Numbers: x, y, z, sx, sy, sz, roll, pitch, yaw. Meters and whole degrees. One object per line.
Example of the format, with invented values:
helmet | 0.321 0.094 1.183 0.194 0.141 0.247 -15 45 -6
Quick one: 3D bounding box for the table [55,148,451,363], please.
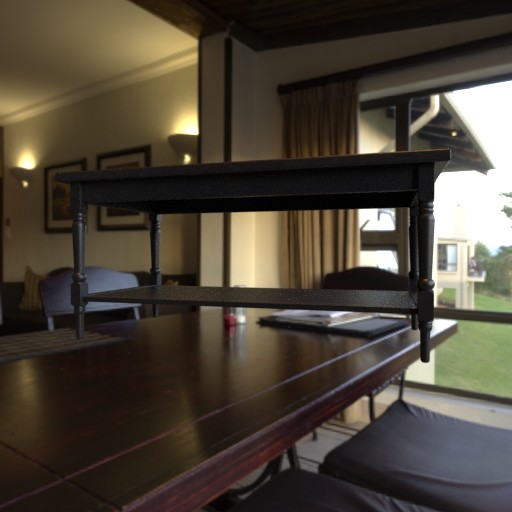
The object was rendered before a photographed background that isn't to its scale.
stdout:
table | 0.000 0.000 1.450 1.107 0.510 0.550 0 1 17
